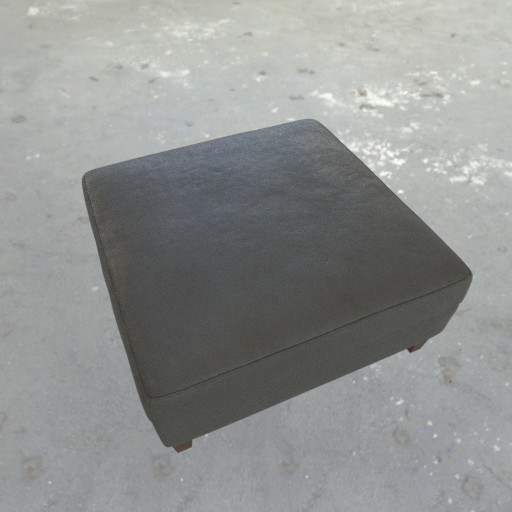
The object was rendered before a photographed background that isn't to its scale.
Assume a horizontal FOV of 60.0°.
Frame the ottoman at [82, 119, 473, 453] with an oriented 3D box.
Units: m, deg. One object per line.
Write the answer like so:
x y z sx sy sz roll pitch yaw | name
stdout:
0.000 0.000 1.317 0.844 0.415 0.836 -18 49 -16 | ottoman
